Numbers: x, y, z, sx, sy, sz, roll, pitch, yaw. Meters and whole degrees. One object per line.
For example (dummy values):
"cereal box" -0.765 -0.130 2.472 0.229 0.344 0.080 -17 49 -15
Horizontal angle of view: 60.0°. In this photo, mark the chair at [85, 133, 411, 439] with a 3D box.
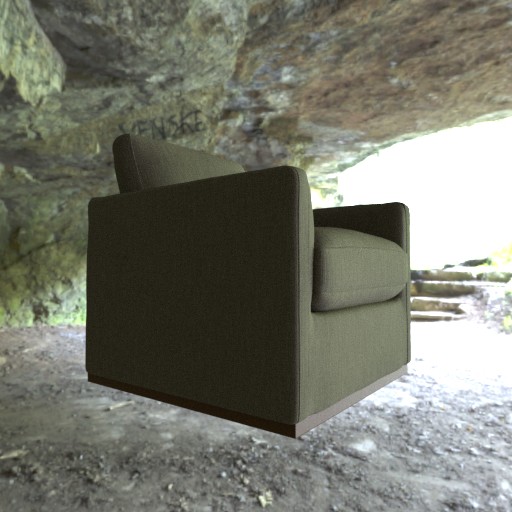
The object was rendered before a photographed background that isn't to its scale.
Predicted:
"chair" 0.000 0.000 1.479 0.834 0.811 0.763 -1 -1 37
